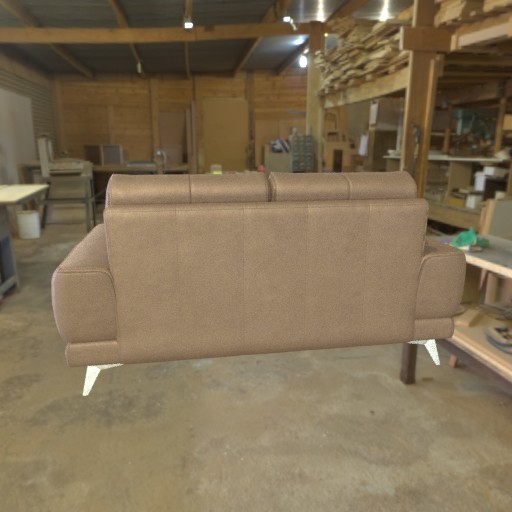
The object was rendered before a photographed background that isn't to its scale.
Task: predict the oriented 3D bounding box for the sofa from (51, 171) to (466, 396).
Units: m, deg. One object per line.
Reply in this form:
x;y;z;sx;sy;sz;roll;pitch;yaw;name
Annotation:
0.000;0.000;2.328;1.806;0.907;1.018;-2;15;-9;sofa
